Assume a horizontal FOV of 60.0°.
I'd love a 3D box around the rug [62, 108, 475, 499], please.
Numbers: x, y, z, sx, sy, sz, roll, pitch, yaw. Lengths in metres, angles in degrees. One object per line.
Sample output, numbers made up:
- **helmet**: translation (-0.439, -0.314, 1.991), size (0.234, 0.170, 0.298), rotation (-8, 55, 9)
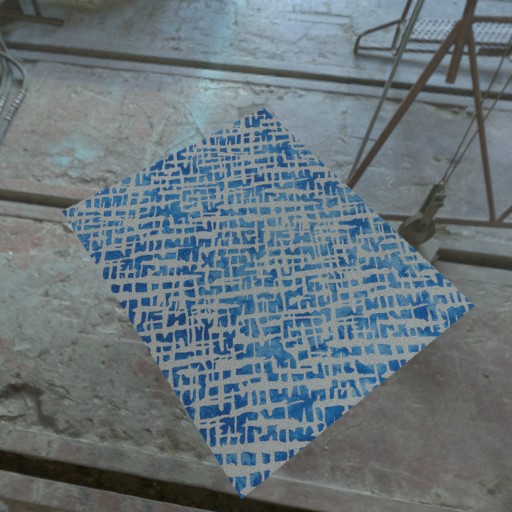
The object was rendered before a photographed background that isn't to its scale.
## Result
- **rug**: translation (0.000, 0.000, 4.014), size (2.435, 0.007, 3.007), rotation (-32, 65, -17)
